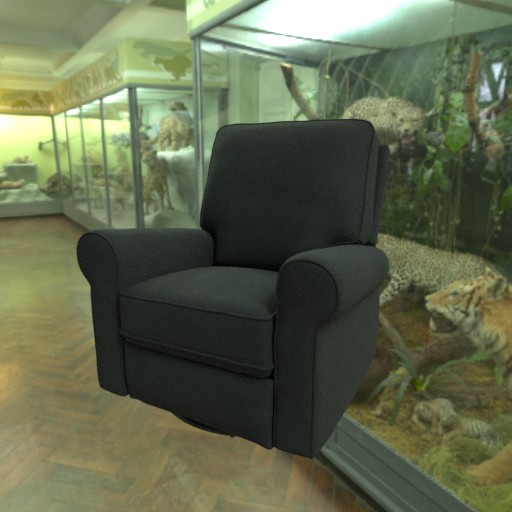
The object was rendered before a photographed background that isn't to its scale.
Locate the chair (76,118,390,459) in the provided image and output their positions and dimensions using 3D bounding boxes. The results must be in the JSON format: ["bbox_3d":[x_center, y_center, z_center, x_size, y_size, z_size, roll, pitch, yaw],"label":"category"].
[{"bbox_3d":[0.000,0.000,1.586,0.890,0.961,0.878,7,15,27],"label":"chair"}]
